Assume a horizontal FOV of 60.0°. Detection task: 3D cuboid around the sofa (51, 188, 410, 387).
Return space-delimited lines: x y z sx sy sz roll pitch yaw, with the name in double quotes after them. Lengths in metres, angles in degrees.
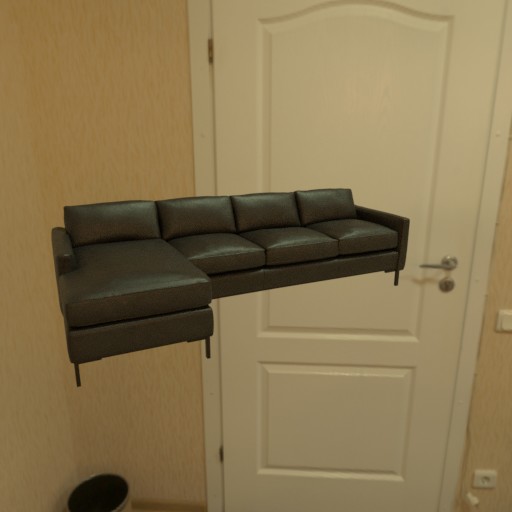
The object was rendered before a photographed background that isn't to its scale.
0.000 0.000 3.617 2.993 0.859 1.471 -7 17 -24 "sofa"
